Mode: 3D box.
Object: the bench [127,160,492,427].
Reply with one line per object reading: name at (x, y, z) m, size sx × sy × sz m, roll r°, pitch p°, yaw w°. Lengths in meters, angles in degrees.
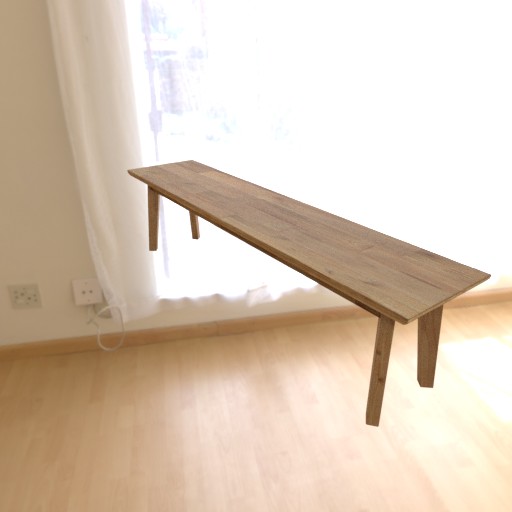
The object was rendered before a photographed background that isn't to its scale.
bench at (0.000, 0.000, 1.840) m, size 0.378 × 0.431 × 1.698 m, roll -18°, pitch 31°, yaw -33°
